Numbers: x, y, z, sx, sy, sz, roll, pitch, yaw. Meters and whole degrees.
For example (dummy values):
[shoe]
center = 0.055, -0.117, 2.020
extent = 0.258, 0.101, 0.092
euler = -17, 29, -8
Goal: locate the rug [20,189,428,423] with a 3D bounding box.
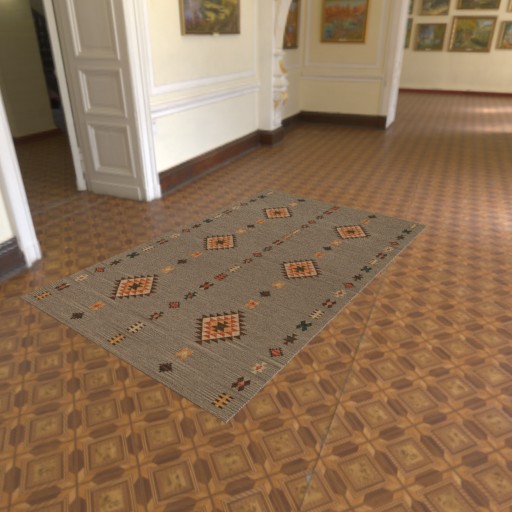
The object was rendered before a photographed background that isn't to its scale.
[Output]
[rug]
center = 0.000, 0.000, 2.967
extent = 1.515, 0.007, 2.427
euler = 18, 32, 32
